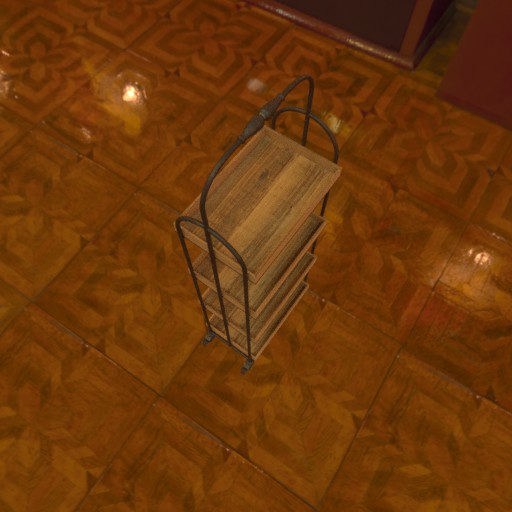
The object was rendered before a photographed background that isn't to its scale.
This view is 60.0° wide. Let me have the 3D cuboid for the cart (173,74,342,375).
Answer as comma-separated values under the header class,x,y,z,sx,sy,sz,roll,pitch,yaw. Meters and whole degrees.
class,x,y,z,sx,sy,sz,roll,pitch,yaw
cart,0.000,0.000,1.724,0.308,1.481,0.581,33,68,15
